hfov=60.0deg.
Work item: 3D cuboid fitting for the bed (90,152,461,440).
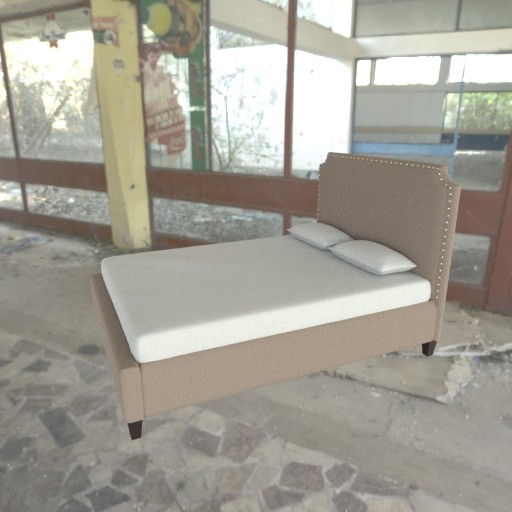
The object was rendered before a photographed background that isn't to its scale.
[{"bbox_3d":[0.000,0.000,3.468,2.372,1.443,1.713,-8,19,-24],"label":"bed"}]
